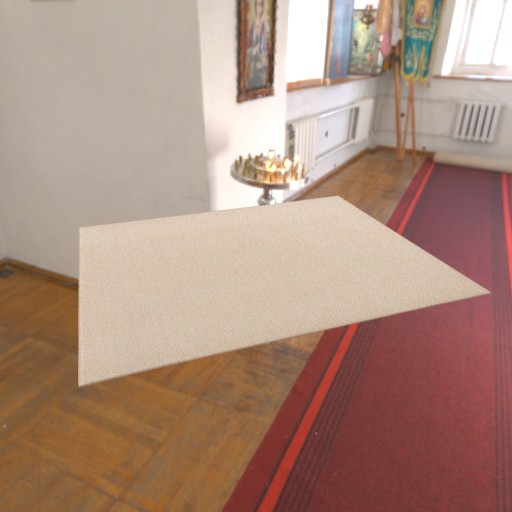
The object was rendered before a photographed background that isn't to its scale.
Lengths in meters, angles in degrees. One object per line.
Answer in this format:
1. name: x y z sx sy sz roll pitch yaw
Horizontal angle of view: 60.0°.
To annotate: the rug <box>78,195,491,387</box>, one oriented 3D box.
1. rug: 0.000 0.000 4.032 3.039 0.018 2.462 -9 28 -17
